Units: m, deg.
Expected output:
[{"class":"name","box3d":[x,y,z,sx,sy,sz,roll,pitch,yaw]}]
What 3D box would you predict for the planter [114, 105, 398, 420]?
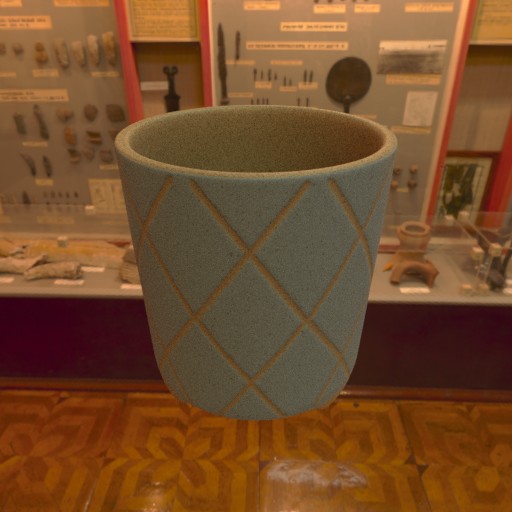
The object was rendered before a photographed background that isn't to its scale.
[{"class":"planter","box3d":[0.000,0.000,0.357,0.191,0.200,0.191,0,29,0]}]
